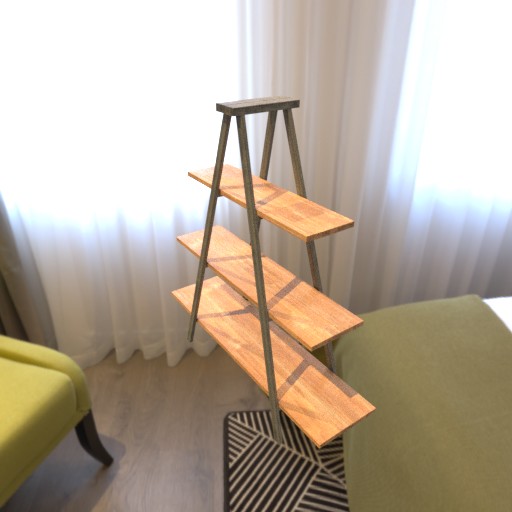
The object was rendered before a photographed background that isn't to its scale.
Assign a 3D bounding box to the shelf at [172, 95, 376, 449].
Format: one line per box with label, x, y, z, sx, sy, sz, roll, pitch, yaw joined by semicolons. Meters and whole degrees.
shelf;0.000;0.000;2.699;0.508;1.808;1.746;-18;34;-30
